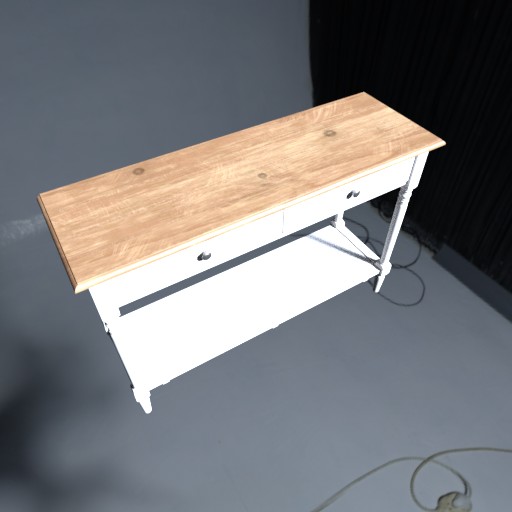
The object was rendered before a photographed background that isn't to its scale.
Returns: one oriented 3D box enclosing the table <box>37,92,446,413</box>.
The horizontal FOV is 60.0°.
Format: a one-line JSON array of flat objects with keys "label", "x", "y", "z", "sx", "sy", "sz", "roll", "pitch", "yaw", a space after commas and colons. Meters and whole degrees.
[{"label": "table", "x": 0.000, "y": 0.000, "z": 1.642, "sx": 1.219, "sy": 0.800, "sz": 0.399, "roll": -24, "pitch": 51, "yaw": -21}]
